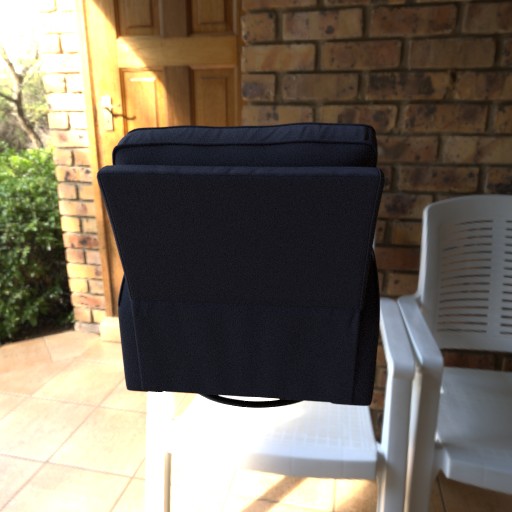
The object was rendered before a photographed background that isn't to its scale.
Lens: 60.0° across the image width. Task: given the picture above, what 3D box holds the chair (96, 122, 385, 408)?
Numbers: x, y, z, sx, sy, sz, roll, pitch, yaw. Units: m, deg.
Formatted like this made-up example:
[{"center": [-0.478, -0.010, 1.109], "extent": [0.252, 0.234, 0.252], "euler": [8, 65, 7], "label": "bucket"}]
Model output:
[{"center": [0.000, 0.000, 1.674], "extent": [0.861, 0.962, 0.964], "euler": [2, 16, 6], "label": "chair"}]
